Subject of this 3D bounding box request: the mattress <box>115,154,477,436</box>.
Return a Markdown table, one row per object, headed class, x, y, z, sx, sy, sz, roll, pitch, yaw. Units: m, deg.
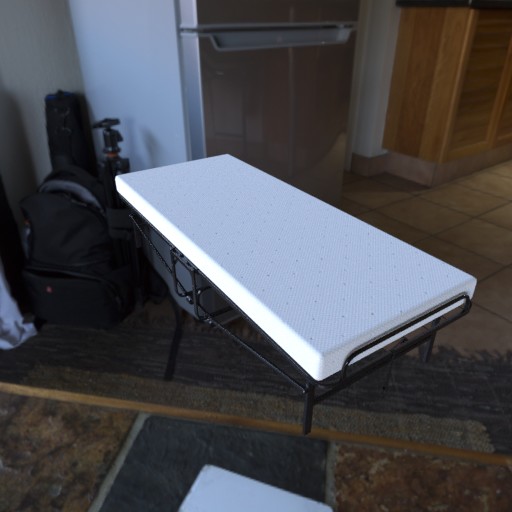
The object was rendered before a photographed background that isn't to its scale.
| class | x | y | z | sx | sy | sz | roll | pitch | yaw |
| --- | --- | --- | --- | --- | --- | --- | --- | --- | --- |
| mattress | 0.000 | 0.000 | 2.537 | 0.922 | 0.519 | 2.153 | -18 | 35 | -29 |
